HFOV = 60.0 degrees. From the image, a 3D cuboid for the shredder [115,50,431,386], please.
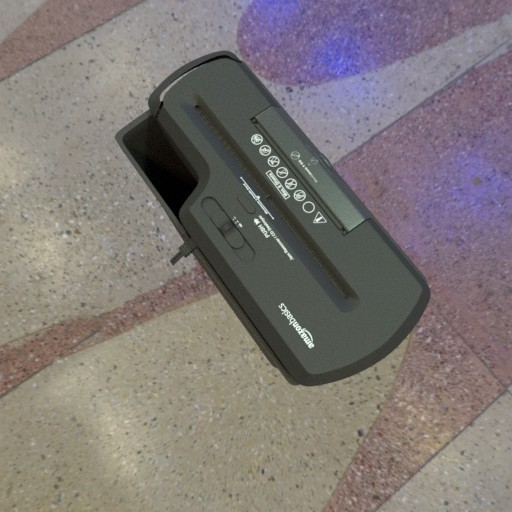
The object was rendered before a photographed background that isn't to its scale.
[{"bbox_3d":[0.000,0.000,0.528,0.170,0.335,0.320,-35,78,-9],"label":"shredder"}]
